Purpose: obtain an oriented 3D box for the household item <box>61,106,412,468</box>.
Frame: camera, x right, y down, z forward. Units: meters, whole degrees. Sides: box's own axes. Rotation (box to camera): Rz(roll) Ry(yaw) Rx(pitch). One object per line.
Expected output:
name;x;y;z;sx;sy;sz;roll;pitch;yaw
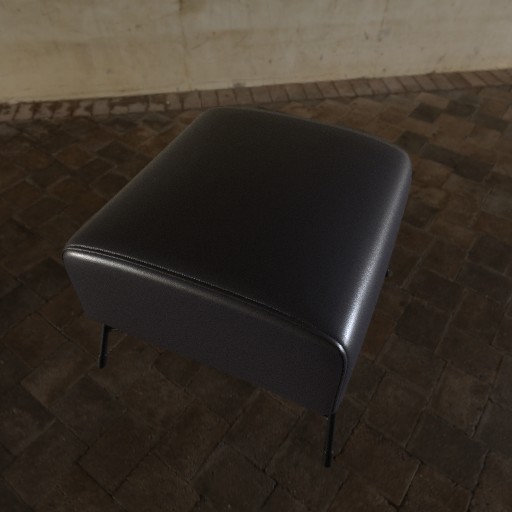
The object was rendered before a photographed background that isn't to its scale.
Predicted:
household item;0.000;0.000;0.912;0.530;0.410;0.530;17;48;16
